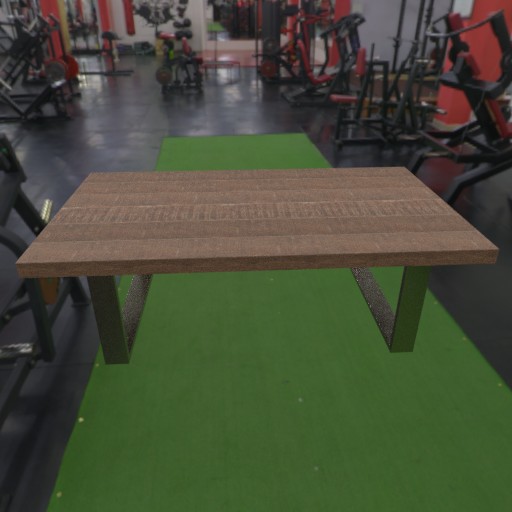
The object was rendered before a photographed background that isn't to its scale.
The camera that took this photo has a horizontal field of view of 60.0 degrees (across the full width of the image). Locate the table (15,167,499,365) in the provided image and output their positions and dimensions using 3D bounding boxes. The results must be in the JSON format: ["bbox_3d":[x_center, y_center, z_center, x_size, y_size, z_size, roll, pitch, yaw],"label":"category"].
[{"bbox_3d":[0.000,0.000,1.733,1.400,0.440,0.800,-2,29,-3],"label":"table"}]
